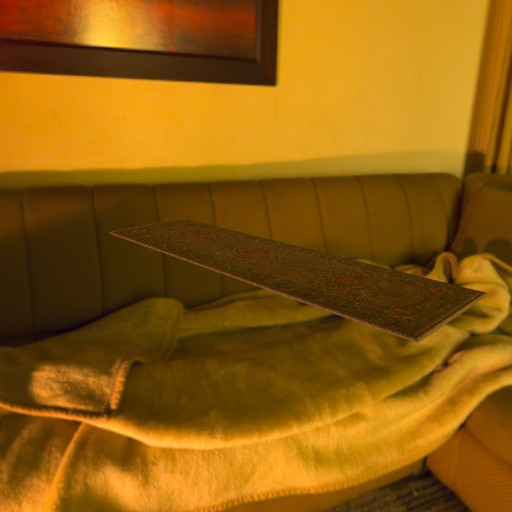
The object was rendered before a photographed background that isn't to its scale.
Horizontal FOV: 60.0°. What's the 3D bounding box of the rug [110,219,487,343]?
[{"bbox_3d":[0.000,0.000,2.546,0.659,0.019,2.297,-15,22,-42],"label":"rug"}]
